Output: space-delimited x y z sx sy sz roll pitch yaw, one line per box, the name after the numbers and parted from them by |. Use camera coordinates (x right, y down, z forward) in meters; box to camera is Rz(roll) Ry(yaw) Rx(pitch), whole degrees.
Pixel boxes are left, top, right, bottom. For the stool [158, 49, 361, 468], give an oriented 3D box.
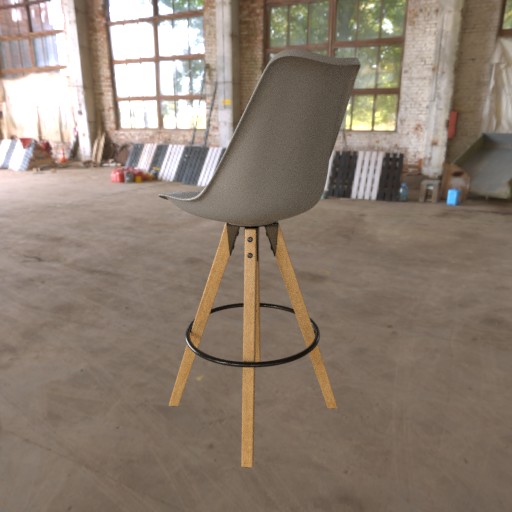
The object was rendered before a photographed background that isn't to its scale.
0.000 0.000 1.388 0.485 1.115 0.550 -15 23 -41 | stool
